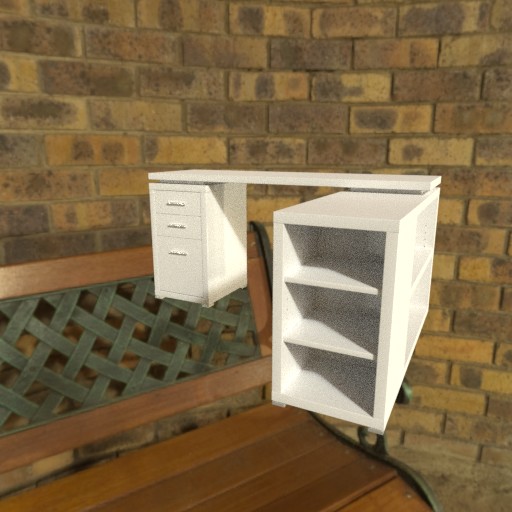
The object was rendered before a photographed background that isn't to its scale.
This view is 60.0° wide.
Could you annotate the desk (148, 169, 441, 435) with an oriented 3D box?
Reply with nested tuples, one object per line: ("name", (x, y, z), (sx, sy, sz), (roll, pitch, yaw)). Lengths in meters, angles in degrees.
("desk", (0.000, 0.000, 2.180), (1.524, 0.753, 1.200), (7, 15, 26))
